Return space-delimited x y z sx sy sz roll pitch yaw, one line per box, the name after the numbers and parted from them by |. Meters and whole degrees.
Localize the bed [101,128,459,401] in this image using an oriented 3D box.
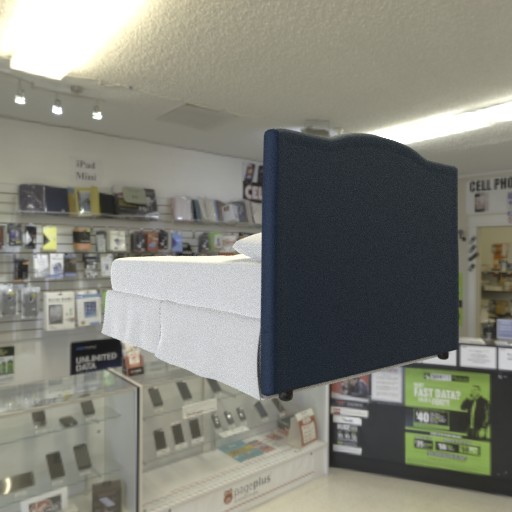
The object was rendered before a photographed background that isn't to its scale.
0.000 0.000 3.617 1.741 1.441 2.507 0 0 -37 | bed
